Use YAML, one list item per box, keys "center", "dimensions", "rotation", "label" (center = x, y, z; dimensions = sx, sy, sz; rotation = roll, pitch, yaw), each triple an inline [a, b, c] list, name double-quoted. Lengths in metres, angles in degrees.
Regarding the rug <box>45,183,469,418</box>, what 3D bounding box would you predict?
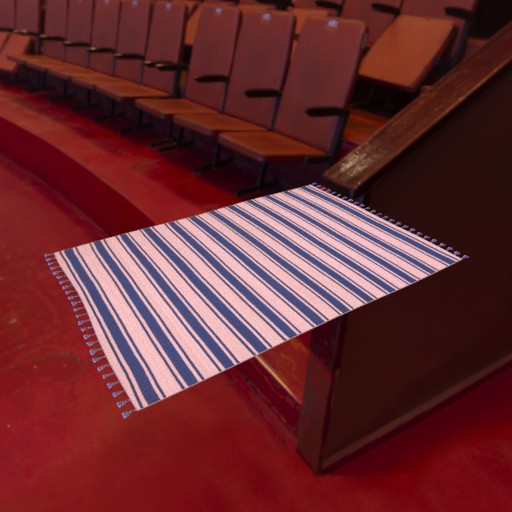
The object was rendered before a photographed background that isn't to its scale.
- center: [0.000, 0.000, 2.880]
  dimensions: [2.315, 0.010, 1.544]
  rotation: [-19, 36, -28]
  label: "rug"
